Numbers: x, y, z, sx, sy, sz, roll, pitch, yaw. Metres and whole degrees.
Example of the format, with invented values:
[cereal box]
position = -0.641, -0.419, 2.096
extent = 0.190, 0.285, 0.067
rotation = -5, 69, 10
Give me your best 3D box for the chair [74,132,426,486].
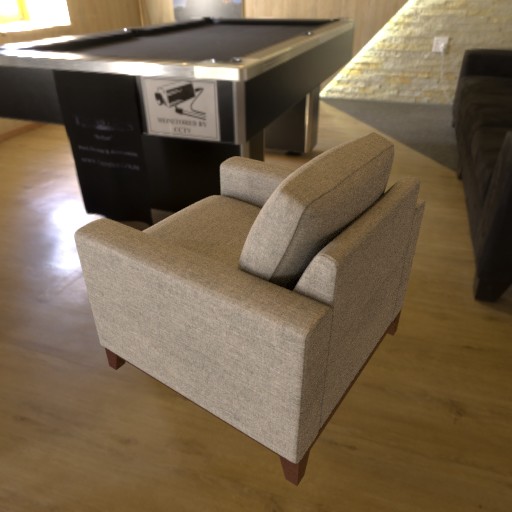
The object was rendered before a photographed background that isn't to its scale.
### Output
[chair]
position = 0.000, 0.000, 1.858
extent = 1.038, 1.010, 1.024
rotation = 20, 37, 29
